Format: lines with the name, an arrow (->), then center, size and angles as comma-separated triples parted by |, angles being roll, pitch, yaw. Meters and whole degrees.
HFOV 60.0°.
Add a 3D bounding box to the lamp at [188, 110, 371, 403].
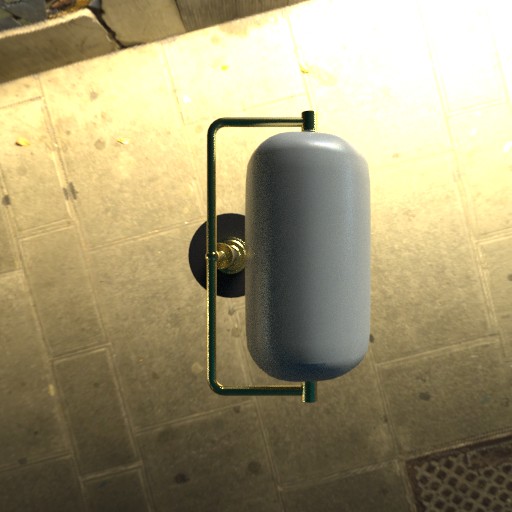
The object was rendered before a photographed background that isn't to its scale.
lamp -> 0.000, 0.000, 0.565 | 0.227, 0.404, 0.269 | 0, 90, 0
